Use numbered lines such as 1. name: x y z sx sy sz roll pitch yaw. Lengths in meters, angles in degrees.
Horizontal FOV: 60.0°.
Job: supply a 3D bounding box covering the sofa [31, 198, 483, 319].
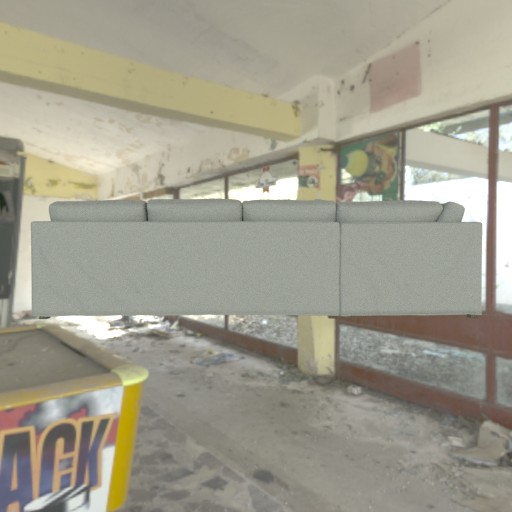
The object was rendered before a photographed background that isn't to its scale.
1. sofa: 0.000 0.000 4.298 3.182 0.871 2.432 0 1 -1
